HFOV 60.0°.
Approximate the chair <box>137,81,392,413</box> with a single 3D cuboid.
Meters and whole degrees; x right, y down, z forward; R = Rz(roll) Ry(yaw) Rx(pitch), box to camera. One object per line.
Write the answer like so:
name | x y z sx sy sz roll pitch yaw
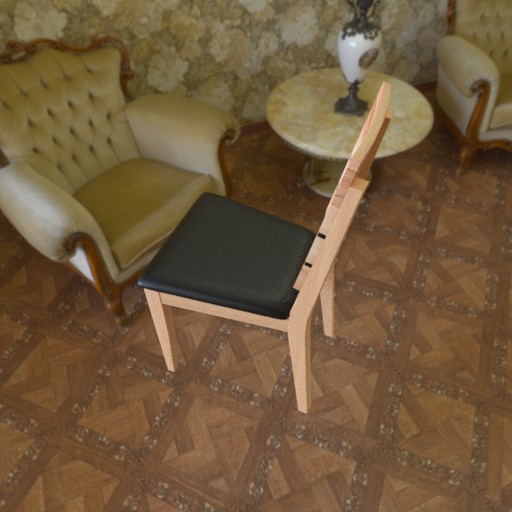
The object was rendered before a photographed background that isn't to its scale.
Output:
chair | 0.000 0.000 1.221 0.520 0.940 0.410 16 49 14
